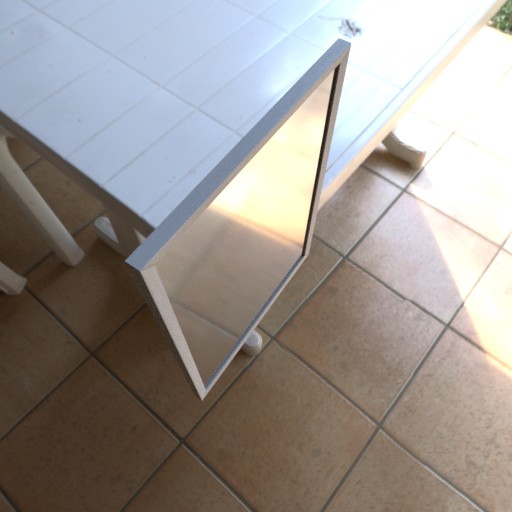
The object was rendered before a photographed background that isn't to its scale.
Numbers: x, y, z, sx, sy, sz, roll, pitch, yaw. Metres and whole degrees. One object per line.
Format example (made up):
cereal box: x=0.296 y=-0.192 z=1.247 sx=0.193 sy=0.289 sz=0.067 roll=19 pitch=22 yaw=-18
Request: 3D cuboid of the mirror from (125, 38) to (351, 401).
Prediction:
mirror: x=0.000 y=0.000 z=1.363 sx=0.040 sy=1.016 sz=0.762 roll=31 pitch=64 yaw=17
